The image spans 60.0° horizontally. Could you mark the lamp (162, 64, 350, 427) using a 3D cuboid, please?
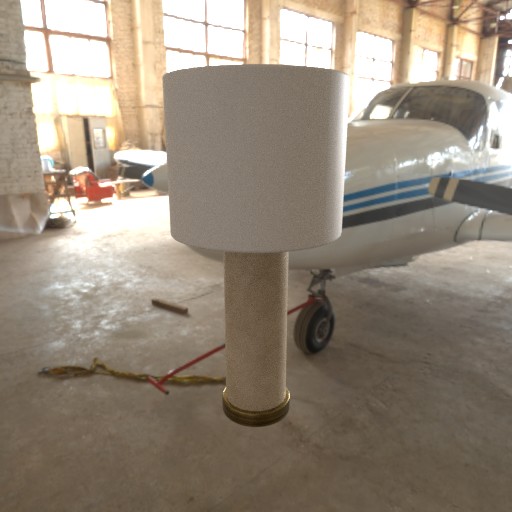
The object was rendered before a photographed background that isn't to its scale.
[{"bbox_3d":[0.000,0.000,0.817,0.305,0.634,0.305,-2,16,-8],"label":"lamp"}]
